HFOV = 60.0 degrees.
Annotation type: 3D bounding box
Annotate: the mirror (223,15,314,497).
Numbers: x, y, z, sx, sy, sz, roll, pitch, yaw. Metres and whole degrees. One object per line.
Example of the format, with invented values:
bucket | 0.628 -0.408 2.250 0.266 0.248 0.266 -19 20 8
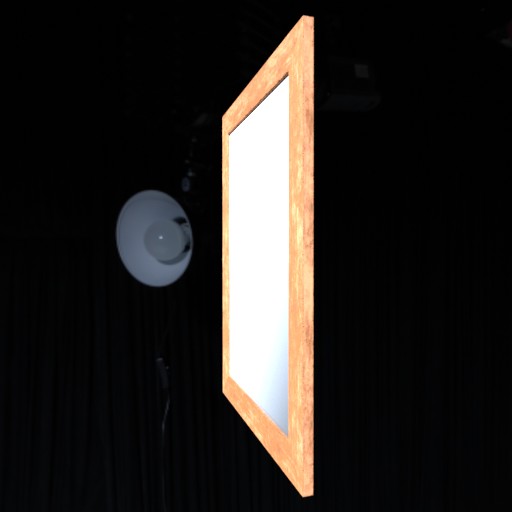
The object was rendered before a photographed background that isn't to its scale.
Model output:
mirror | 0.000 0.000 1.391 0.028 1.099 0.796 0 1 -18
